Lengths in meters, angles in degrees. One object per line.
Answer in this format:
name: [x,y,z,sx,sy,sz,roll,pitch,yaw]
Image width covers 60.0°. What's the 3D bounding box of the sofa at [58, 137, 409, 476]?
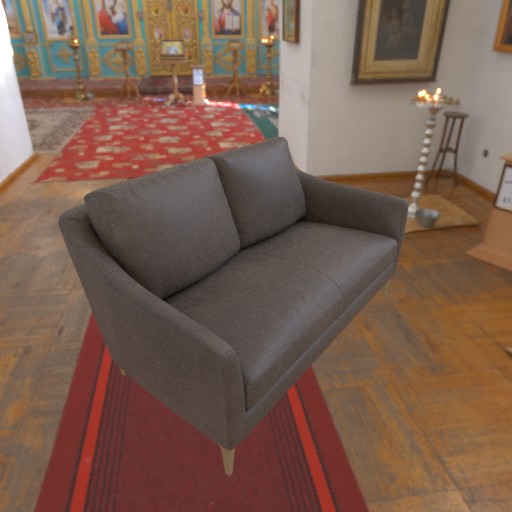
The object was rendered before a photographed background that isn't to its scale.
sofa: [0.000,0.000,2.161,0.960,0.902,1.619,18,32,31]
